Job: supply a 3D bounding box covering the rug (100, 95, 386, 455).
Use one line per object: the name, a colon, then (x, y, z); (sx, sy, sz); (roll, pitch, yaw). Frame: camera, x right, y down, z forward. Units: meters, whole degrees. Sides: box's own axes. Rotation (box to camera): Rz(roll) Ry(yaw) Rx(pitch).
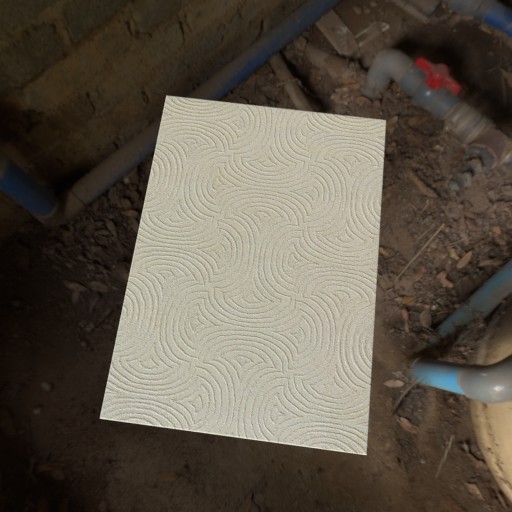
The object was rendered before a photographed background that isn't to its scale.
rug: (0.000, 0.000, 2.780); (1.526, 0.015, 2.132); (7, 75, 2)
